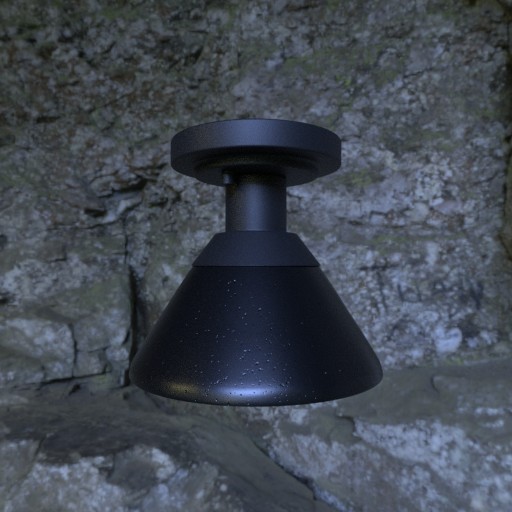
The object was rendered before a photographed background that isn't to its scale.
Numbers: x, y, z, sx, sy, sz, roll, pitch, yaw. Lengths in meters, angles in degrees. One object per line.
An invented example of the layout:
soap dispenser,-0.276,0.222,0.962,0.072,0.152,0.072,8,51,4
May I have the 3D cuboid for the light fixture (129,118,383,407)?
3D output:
light fixture,0.000,0.000,0.365,0.200,0.183,0.200,0,-1,0
